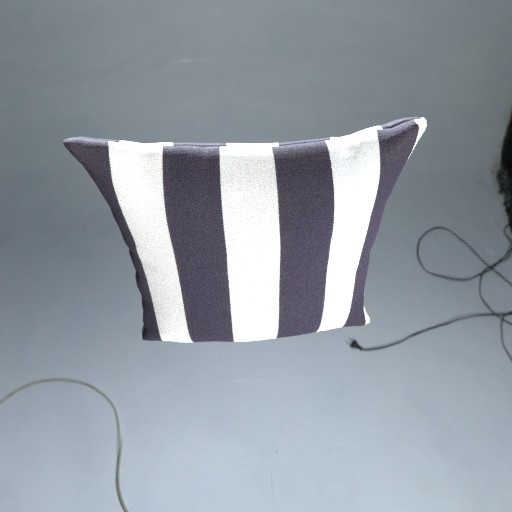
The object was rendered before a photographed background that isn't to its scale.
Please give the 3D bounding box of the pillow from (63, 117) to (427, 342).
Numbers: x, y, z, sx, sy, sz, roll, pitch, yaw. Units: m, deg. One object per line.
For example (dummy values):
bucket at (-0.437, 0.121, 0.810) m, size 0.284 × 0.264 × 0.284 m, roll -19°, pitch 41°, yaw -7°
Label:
pillow at (0.000, 0.000, 0.819) m, size 0.536 × 0.526 × 0.189 m, roll -5°, pitch 48°, yaw -4°
